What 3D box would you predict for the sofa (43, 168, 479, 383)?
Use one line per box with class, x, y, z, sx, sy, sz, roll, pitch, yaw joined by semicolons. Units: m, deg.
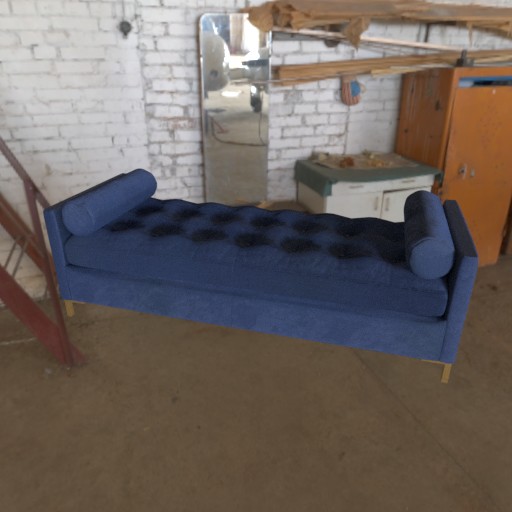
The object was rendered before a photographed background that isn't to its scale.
sofa;0.000;0.000;2.478;2.102;0.705;0.796;7;26;14
